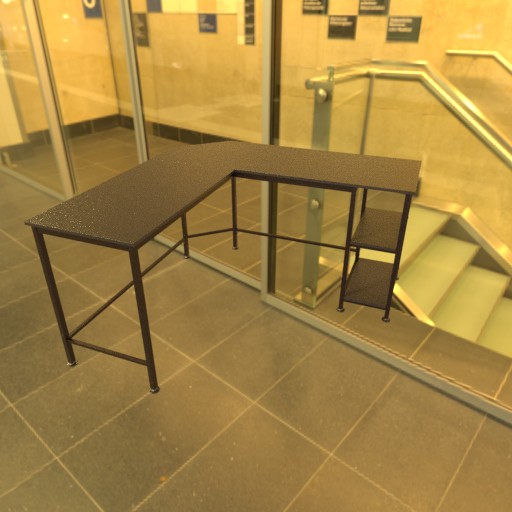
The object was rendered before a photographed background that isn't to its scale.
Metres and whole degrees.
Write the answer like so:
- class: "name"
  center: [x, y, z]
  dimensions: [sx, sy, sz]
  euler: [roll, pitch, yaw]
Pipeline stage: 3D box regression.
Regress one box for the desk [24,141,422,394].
- class: "desk"
  center: [0.000, 0.000, 2.228]
  dimensions: [1.379, 0.739, 1.379]
  euler: [11, 31, 19]
